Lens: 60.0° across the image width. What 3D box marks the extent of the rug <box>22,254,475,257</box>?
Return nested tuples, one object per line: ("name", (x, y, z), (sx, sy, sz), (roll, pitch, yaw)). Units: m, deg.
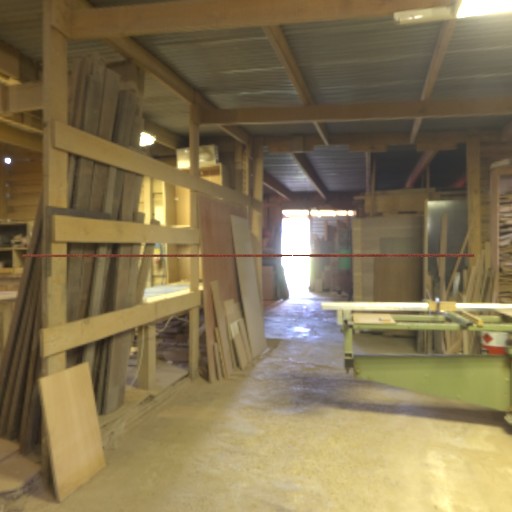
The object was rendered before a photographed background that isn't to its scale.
("rug", (0.000, 0.000, 3.000), (2.438, 0.014, 1.524), (0, 0, 16))
